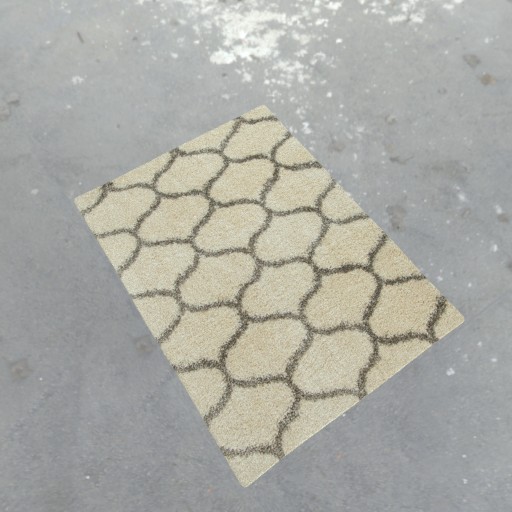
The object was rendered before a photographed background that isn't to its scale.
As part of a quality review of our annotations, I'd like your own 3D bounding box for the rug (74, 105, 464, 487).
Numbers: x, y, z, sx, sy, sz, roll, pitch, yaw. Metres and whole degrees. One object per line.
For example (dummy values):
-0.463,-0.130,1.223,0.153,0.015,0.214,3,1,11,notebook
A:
0.000,0.000,2.145,1.200,0.025,1.600,-31,67,-15,rug
